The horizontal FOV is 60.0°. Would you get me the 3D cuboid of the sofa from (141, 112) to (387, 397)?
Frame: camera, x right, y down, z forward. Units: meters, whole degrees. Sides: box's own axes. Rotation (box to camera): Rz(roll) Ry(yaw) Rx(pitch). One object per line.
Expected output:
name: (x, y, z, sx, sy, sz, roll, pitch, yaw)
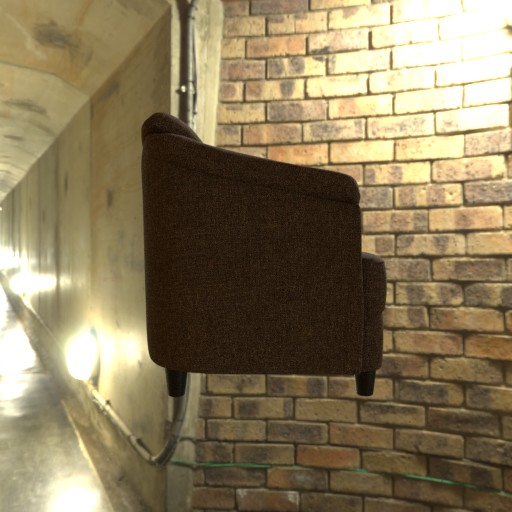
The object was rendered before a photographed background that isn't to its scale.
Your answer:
sofa: (0.000, 0.000, 1.926, 0.799, 0.895, 1.404, 0, -1, -1)
